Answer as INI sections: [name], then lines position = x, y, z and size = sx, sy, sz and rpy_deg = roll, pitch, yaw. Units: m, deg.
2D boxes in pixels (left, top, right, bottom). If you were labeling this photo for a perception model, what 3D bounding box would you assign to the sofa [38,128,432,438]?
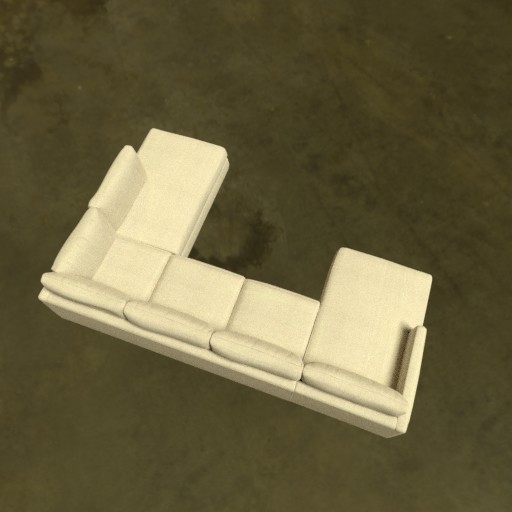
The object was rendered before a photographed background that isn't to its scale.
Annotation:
[sofa]
position = 0.000, 0.000, 3.534
size = 2.737, 0.756, 1.879
rpy_deg = 18, 65, 9
